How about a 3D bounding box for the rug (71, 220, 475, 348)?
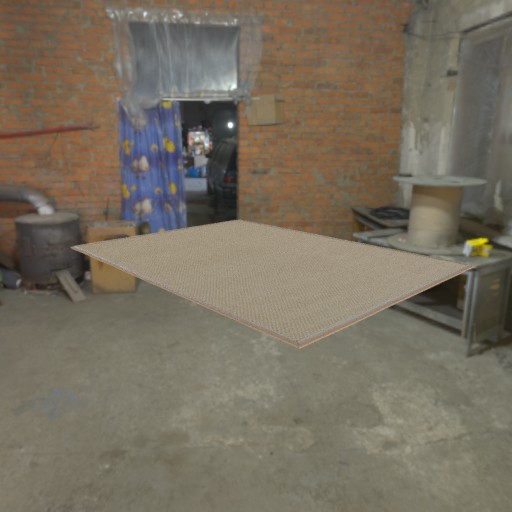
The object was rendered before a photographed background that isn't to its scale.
[{"bbox_3d":[0.000,0.000,2.785,1.525,0.020,2.081,-13,20,-42],"label":"rug"}]
